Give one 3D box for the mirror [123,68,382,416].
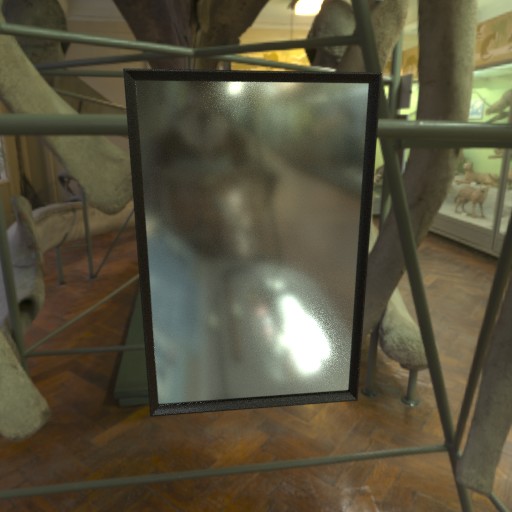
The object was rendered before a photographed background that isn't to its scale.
[{"bbox_3d":[0.000,0.000,1.183,0.609,0.915,0.041,-2,16,-7],"label":"mirror"}]
